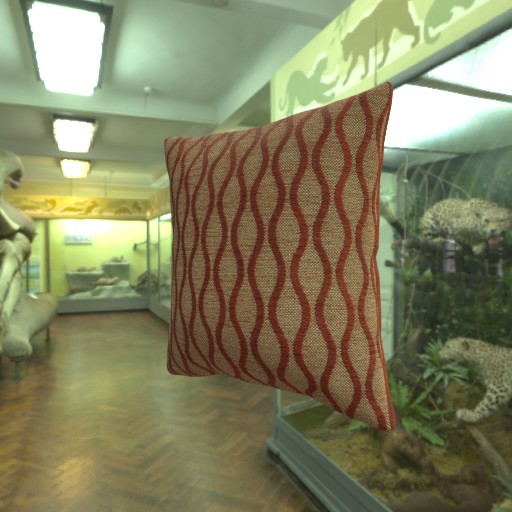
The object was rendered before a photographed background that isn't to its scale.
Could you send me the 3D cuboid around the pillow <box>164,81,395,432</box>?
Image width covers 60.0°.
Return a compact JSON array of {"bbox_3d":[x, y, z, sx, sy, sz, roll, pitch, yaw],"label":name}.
[{"bbox_3d":[0.000,0.000,0.673,0.429,0.434,0.159,1,1,38],"label":"pillow"}]
